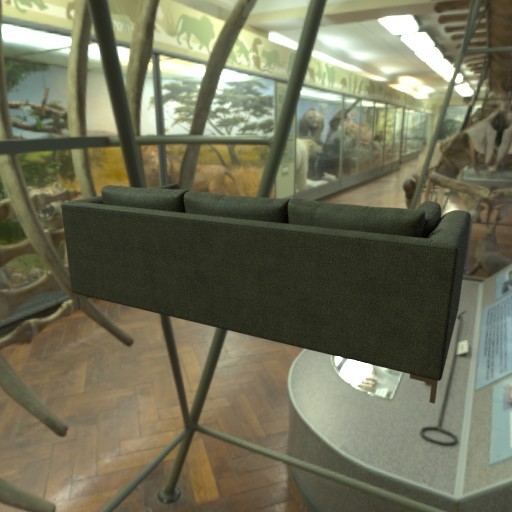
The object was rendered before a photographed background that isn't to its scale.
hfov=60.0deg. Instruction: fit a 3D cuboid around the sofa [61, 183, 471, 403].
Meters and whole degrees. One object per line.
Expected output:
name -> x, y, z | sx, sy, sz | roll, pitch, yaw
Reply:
sofa -> 0.000, 0.000, 2.877 | 2.415, 0.867, 0.969 | 8, 18, 27
